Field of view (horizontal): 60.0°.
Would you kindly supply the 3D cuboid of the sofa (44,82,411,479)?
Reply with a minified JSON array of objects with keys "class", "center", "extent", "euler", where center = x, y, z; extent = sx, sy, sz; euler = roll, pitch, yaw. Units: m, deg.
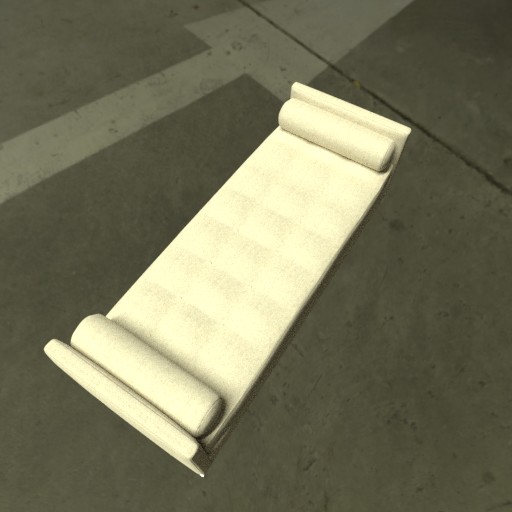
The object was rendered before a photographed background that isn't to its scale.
[{"class":"sofa","center":[0.000,0.000,2.452],"extent":[0.797,0.655,2.102],"euler":[29,62,17]}]
